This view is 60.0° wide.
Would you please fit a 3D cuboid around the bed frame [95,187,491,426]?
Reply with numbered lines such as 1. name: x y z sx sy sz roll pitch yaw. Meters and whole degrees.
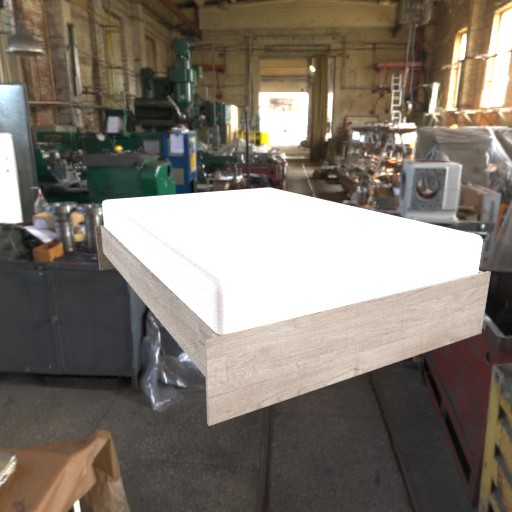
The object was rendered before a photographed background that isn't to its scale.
1. bed frame: 0.000 0.000 2.582 1.445 0.497 1.945 -9 18 -28
